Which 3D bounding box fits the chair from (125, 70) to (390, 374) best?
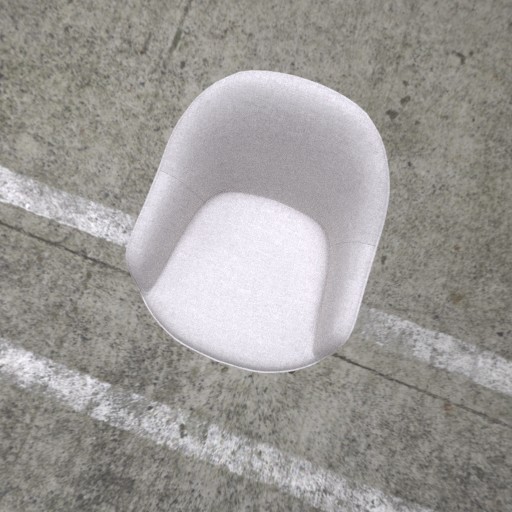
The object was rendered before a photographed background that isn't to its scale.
[{"bbox_3d":[0.000,0.000,1.289,0.596,0.823,0.635,20,77,5],"label":"chair"}]
